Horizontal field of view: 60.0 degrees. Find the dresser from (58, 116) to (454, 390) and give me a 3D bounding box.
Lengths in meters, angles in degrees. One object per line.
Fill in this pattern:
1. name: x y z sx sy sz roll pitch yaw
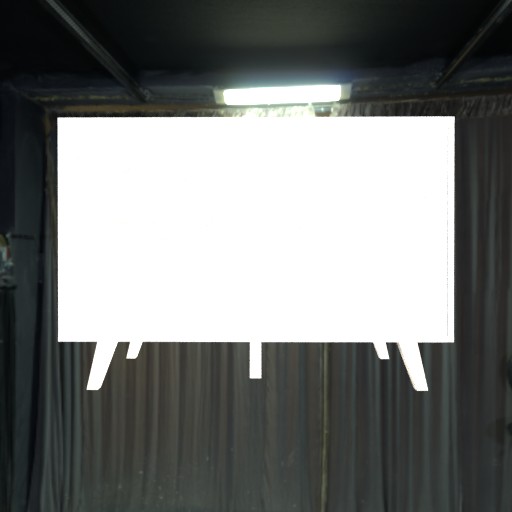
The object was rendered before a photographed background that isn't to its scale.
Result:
1. dresser: 0.000 0.000 1.492 1.110 0.780 0.500 0 0 0
